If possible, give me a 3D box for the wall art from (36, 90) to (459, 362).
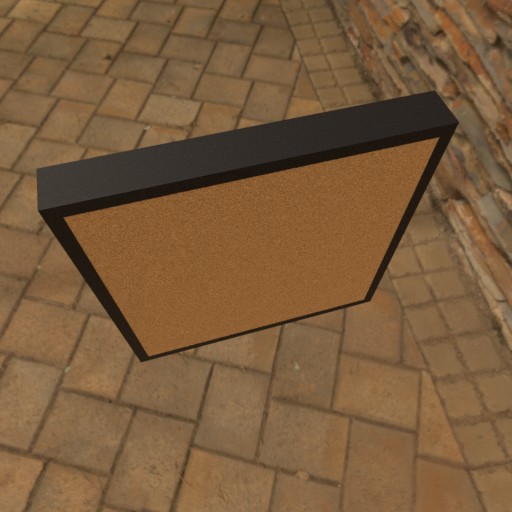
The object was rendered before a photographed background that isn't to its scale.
[{"bbox_3d":[0.000,0.000,0.447,0.305,0.304,0.038,-14,59,-8],"label":"wall art"}]
